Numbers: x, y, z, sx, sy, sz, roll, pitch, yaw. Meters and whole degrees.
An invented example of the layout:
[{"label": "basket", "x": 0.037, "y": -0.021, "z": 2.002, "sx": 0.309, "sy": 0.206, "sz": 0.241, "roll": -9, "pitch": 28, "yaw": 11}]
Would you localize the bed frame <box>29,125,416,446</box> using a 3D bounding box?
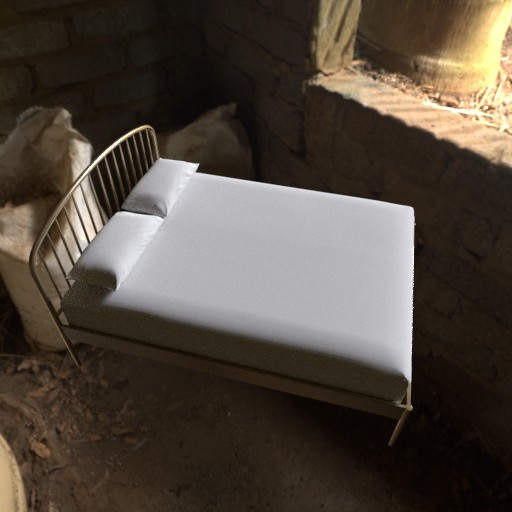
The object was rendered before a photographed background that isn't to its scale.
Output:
[{"label": "bed frame", "x": 0.000, "y": 0.000, "z": 3.025, "sx": 2.152, "sy": 1.175, "sz": 1.612, "roll": 11, "pitch": 45, "yaw": 11}]
